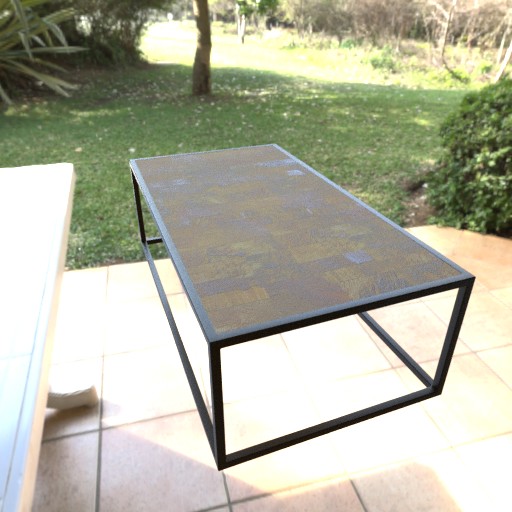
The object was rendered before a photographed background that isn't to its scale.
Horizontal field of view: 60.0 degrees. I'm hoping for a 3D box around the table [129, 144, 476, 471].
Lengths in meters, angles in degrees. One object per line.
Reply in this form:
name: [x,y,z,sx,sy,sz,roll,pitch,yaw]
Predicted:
table: [0.000,0.000,1.524,0.649,0.398,1.199,-11,32,-18]
